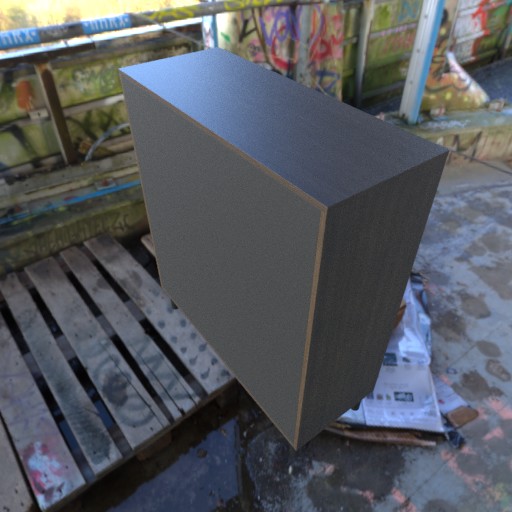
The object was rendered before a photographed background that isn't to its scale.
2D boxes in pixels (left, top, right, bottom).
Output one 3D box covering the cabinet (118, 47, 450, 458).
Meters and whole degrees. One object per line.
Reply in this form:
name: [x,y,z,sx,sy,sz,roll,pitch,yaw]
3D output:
cabinet: [0.000,0.000,1.656,0.400,1.170,1.010,-26,47,-27]
